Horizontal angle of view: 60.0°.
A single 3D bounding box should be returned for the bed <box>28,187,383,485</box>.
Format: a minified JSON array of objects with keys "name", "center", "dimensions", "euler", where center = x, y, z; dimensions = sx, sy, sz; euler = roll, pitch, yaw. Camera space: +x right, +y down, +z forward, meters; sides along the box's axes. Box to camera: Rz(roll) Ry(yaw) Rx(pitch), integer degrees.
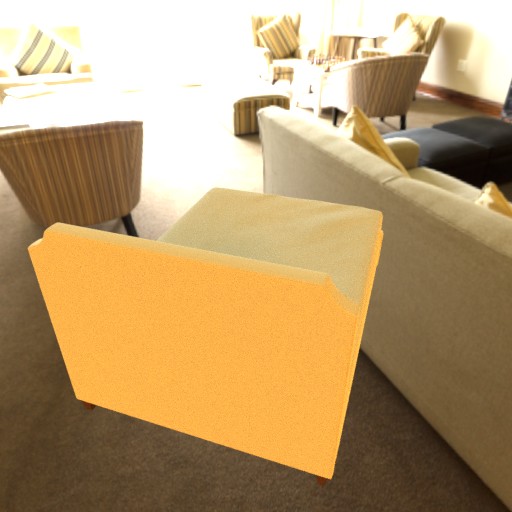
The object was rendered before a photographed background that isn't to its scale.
[{"name":"bed","center":[0.000,0.000,3.281],"dimensions":[1.703,1.415,2.329],"euler":[11,34,16]}]
